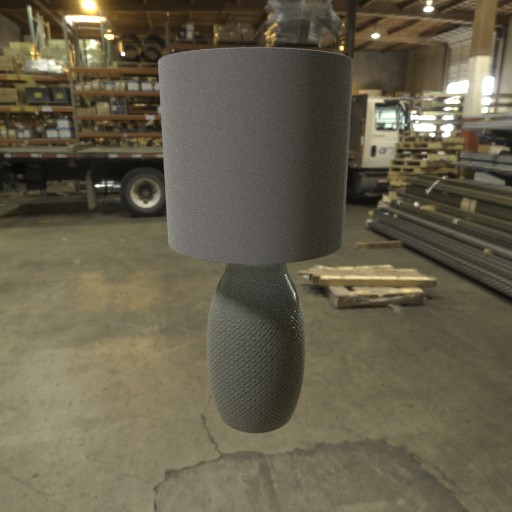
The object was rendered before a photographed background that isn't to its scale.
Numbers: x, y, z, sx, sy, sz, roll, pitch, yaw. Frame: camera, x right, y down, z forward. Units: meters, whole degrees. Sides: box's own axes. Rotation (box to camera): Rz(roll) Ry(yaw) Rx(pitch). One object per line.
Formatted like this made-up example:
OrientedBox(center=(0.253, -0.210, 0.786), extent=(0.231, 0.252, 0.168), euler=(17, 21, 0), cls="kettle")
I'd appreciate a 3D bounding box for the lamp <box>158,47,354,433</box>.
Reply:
OrientedBox(center=(0.000, 0.000, 0.564), extent=(0.217, 0.453, 0.217), euler=(-3, 17, -10), cls="lamp")
